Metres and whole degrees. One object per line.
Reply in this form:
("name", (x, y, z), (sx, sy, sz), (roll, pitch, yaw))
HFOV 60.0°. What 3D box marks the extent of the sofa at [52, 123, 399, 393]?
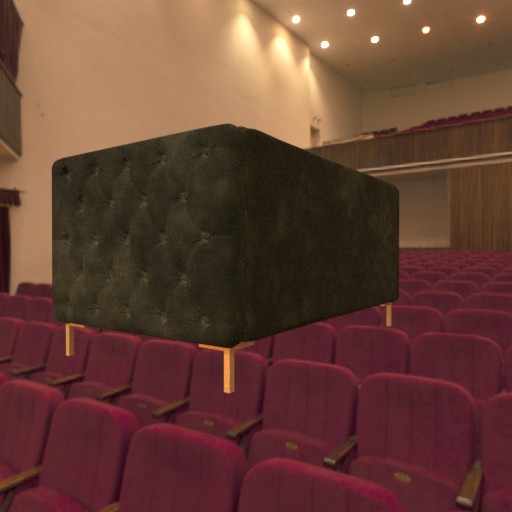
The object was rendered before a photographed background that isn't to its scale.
("sofa", (0.000, 0.000, 2.066), (0.895, 0.768, 1.537), (0, 1, 35))
